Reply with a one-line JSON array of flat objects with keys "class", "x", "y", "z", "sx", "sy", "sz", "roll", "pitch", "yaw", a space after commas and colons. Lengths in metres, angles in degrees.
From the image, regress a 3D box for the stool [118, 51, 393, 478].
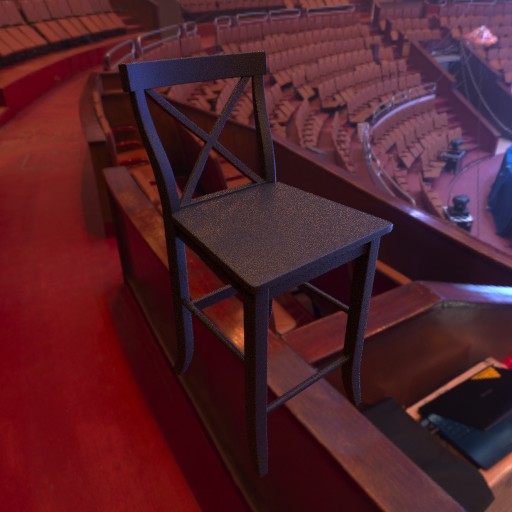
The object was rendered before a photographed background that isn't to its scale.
[{"class": "stool", "x": 0.000, "y": 0.000, "z": 1.246, "sx": 0.452, "sy": 0.989, "sz": 0.559, "roll": -22, "pitch": 37, "yaw": -32}]
